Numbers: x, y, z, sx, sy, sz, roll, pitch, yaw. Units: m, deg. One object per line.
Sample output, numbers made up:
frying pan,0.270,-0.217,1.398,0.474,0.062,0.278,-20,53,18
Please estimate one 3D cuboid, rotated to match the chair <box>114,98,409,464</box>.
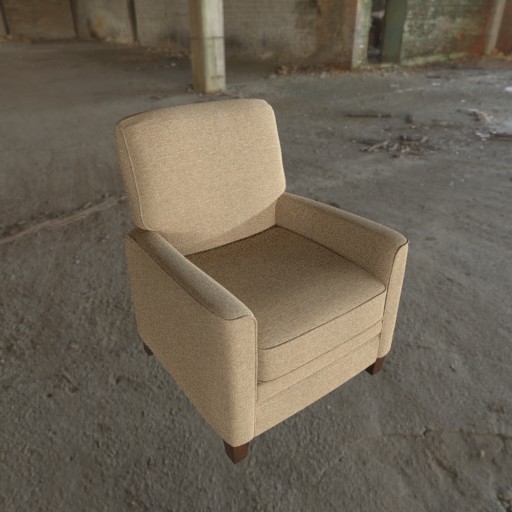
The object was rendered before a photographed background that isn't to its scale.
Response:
chair,0.000,0.000,1.701,0.841,1.028,0.858,-20,35,-32
